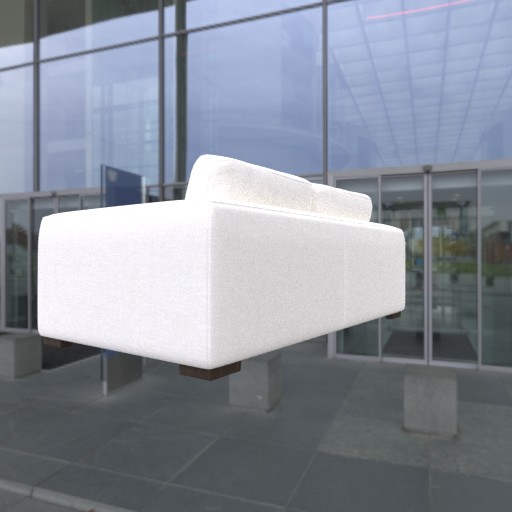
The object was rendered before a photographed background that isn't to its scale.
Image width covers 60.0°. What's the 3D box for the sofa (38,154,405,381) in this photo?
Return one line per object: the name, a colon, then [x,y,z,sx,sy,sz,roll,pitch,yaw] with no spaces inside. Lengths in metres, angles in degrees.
sofa: [0.000,0.000,2.438,1.069,0.801,1.920,0,0,36]
